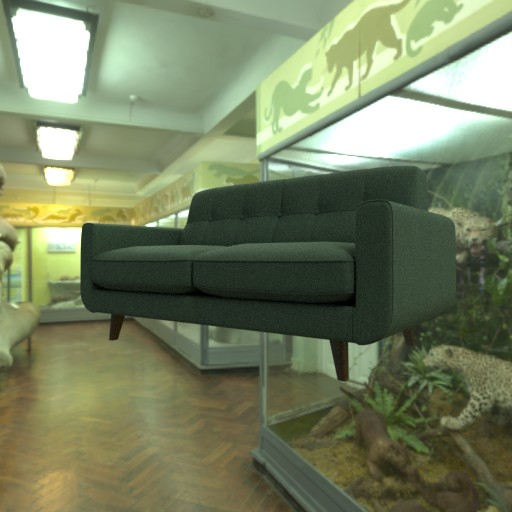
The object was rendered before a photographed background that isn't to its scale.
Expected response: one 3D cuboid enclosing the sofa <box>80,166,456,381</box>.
[{"bbox_3d":[0.000,0.000,2.152,1.631,0.841,0.909,0,0,36],"label":"sofa"}]
